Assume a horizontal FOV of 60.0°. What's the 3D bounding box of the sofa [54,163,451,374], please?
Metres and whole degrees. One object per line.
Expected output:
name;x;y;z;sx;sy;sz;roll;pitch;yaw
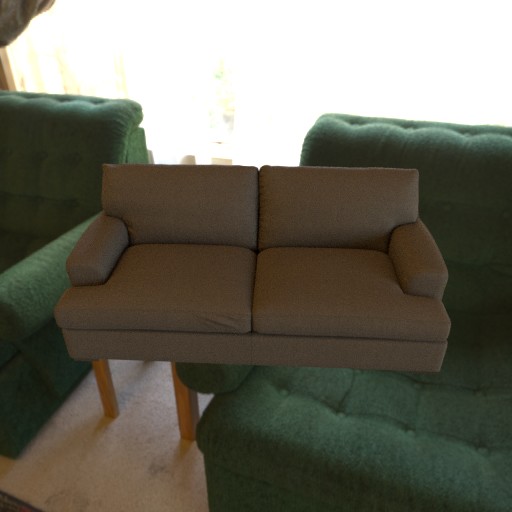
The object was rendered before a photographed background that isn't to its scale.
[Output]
sofa;0.000;0.000;2.865;2.271;0.950;1.140;2;31;3
